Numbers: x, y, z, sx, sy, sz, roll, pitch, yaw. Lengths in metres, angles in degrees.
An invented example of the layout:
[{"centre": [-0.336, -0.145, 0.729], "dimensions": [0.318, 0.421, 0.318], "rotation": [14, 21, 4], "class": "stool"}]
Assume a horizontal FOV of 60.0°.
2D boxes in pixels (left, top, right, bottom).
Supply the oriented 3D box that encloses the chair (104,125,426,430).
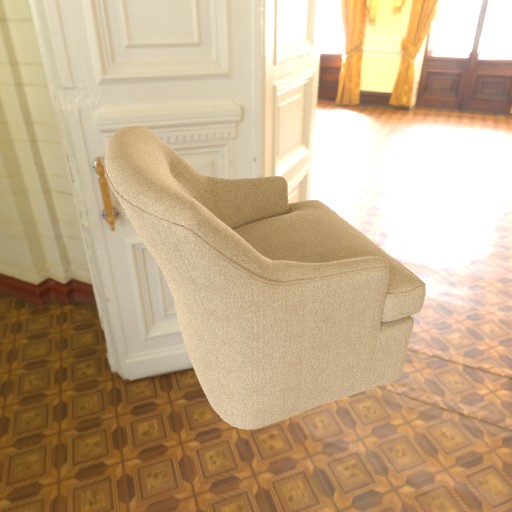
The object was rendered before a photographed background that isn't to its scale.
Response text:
[{"centre": [0.000, 0.000, 1.594], "dimensions": [0.923, 0.856, 0.864], "rotation": [-11, 32, -18], "class": "chair"}]
